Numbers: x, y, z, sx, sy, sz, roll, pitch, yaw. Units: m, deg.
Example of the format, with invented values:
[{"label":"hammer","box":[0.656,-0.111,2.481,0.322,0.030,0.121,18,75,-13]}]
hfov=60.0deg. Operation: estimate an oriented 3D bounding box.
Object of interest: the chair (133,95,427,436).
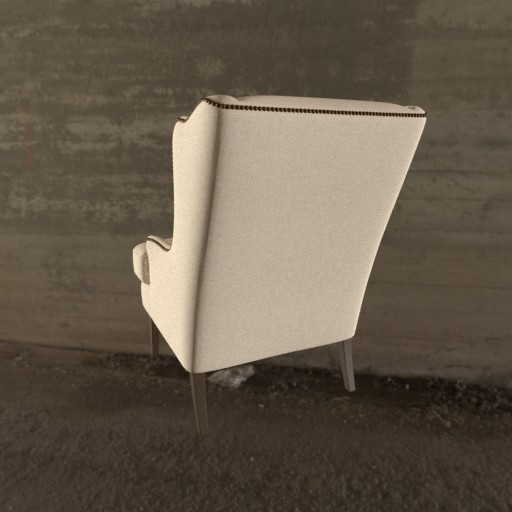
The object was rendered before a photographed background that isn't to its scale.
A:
[{"label":"chair","box":[0.000,0.000,1.640,0.737,1.029,0.940,-7,15,-26]}]
